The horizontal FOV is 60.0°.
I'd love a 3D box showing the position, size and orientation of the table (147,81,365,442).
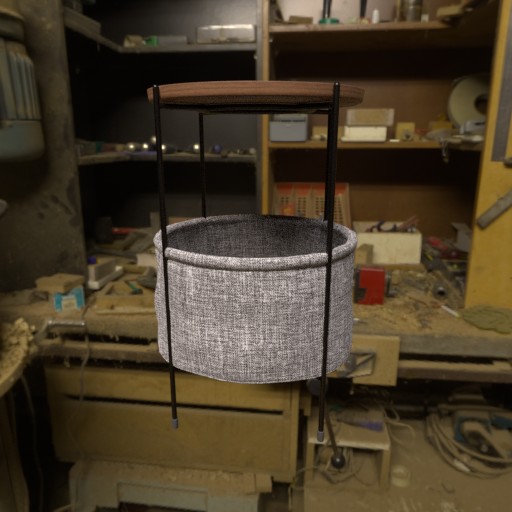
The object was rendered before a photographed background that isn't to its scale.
[{"bbox_3d":[0.000,0.000,0.892,0.400,0.623,0.400,2,16,7],"label":"table"}]
